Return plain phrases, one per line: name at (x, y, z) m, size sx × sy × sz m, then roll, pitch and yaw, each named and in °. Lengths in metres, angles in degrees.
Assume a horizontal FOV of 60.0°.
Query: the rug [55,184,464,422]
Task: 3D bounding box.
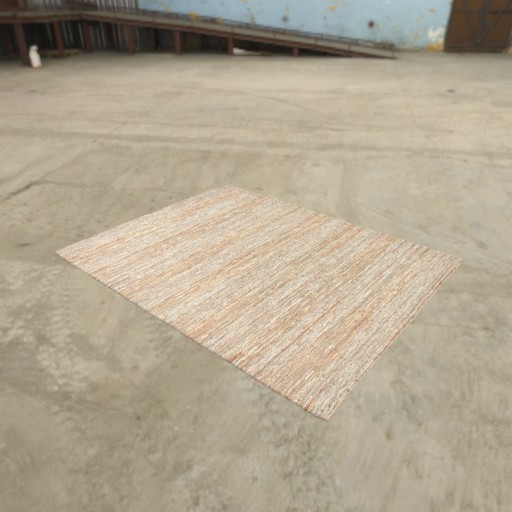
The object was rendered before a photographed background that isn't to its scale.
rug at (0.000, 0.000, 3.987) m, size 2.939 × 0.009 × 2.313 m, roll 23°, pitch 37°, yaw 34°
